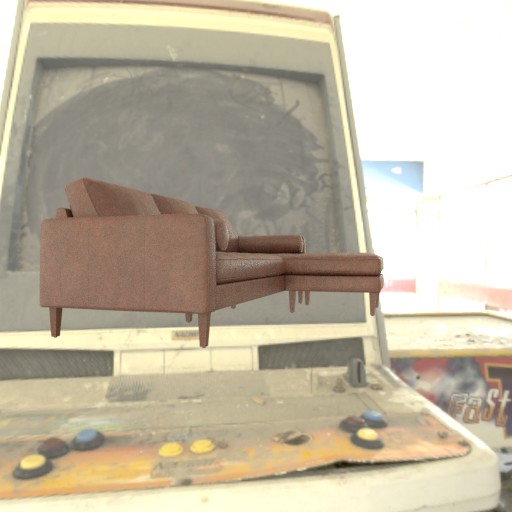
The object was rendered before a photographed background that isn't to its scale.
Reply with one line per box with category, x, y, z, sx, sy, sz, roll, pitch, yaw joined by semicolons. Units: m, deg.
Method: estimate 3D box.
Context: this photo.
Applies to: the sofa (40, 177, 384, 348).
sofa;0.000;0.000;3.012;1.613;0.841;2.185;0;0;18
